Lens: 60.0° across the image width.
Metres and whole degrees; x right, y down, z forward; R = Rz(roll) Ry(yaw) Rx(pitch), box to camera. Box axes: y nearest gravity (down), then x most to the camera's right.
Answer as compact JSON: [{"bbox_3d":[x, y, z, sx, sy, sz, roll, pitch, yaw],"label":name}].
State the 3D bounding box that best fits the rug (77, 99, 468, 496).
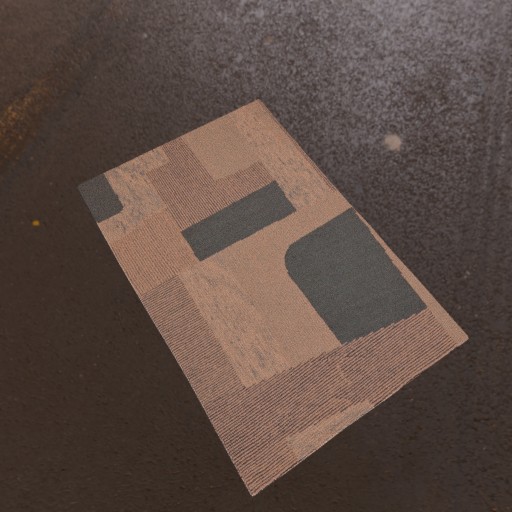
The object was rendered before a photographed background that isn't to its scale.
[{"bbox_3d":[0.000,0.000,2.319,1.238,0.020,1.847,-30,67,-14],"label":"rug"}]
